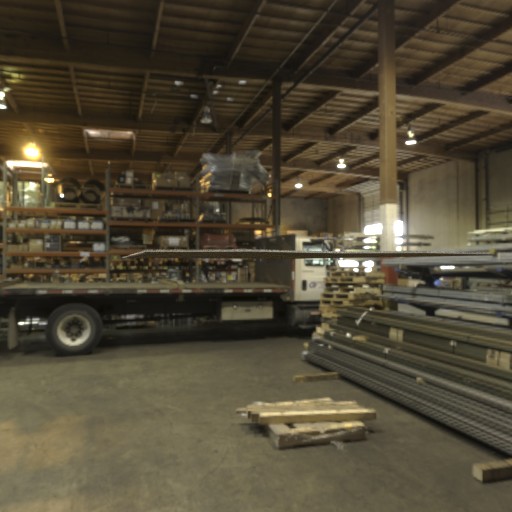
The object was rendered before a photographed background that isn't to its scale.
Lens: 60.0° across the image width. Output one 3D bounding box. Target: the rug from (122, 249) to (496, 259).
[{"bbox_3d":[0.000,0.000,3.892,2.158,0.024,3.063,0,-1,-19],"label":"rug"}]
